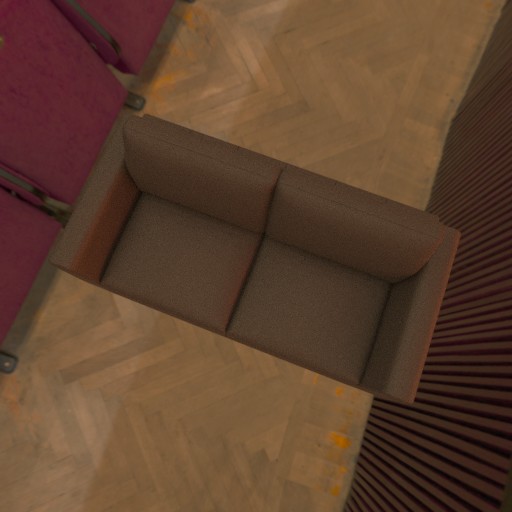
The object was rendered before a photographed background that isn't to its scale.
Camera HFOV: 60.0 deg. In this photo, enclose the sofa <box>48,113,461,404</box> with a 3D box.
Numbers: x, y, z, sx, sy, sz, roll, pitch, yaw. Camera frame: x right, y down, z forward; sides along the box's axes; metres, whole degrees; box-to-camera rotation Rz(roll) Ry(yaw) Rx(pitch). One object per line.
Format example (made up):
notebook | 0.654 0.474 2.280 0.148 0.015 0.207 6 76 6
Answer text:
sofa | 0.000 0.000 2.509 2.017 0.875 0.953 20 77 5
